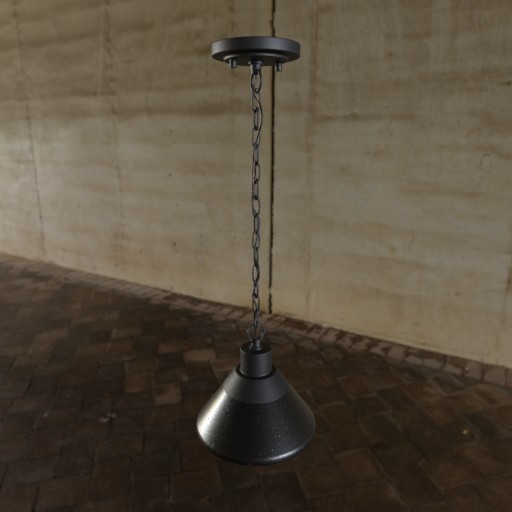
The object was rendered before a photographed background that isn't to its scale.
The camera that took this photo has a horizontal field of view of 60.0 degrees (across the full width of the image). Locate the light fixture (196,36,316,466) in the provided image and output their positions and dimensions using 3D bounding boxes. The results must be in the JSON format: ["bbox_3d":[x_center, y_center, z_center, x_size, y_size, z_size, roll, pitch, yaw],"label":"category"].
[{"bbox_3d":[0.000,0.000,0.675,0.201,0.588,0.201,-7,17,-26],"label":"light fixture"}]
